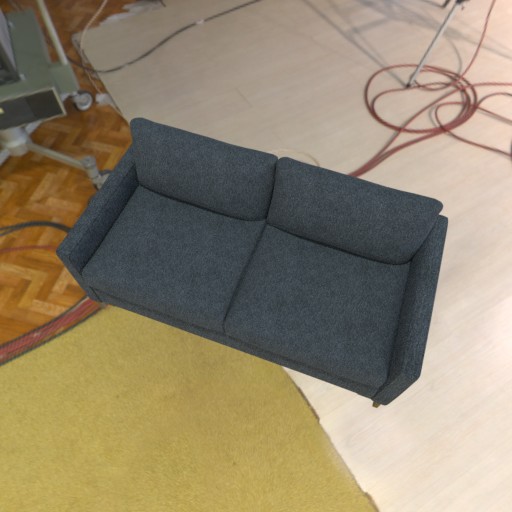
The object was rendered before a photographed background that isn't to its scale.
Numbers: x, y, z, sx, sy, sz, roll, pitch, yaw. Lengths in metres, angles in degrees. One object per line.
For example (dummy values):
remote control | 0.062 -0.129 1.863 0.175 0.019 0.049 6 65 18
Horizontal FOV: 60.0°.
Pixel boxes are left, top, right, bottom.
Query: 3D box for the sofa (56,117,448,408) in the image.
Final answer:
sofa | 0.000 0.000 2.258 1.716 0.862 0.866 18 61 10
